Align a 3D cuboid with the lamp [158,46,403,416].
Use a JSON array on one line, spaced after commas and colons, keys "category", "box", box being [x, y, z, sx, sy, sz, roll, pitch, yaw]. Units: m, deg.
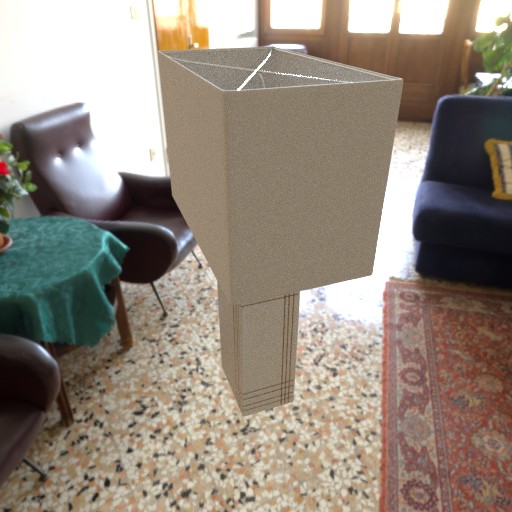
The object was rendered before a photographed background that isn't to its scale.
[{"category": "lamp", "box": [0.000, 0.000, 0.671, 0.182, 0.543, 0.334, -11, 32, -17]}]
